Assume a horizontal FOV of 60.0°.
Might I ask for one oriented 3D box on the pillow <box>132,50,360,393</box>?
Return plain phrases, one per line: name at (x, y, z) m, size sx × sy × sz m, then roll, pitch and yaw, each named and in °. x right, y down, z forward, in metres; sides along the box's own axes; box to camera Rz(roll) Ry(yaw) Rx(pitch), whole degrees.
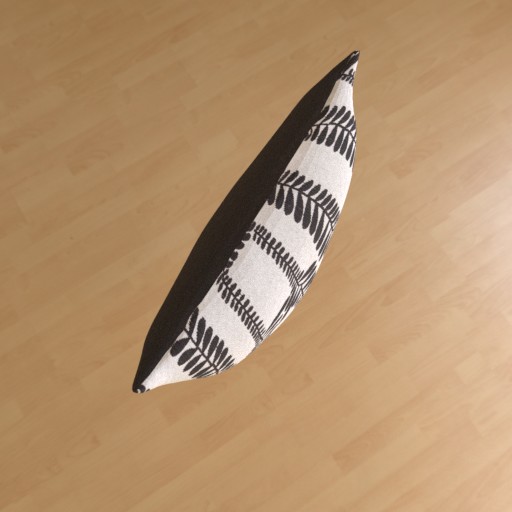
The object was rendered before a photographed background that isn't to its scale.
pillow at (0.000, 0.000, 0.656) m, size 0.182 × 0.441 × 0.440 m, roll 31°, pitch 79°, yaw 7°
